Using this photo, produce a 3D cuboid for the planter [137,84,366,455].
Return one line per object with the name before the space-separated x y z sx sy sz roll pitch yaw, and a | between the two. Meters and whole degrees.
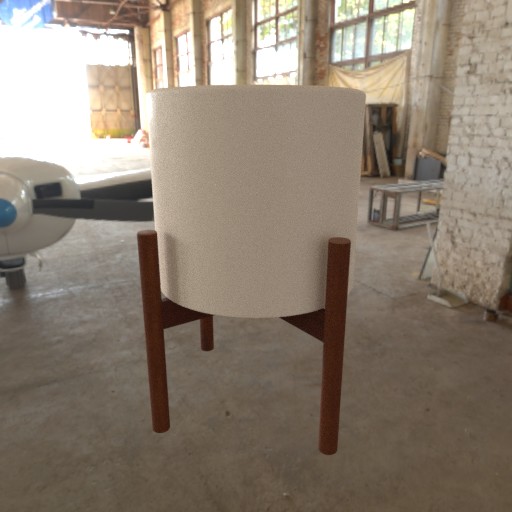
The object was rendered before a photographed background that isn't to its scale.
planter | 0.000 0.000 0.515 0.224 0.358 0.224 3 17 10
